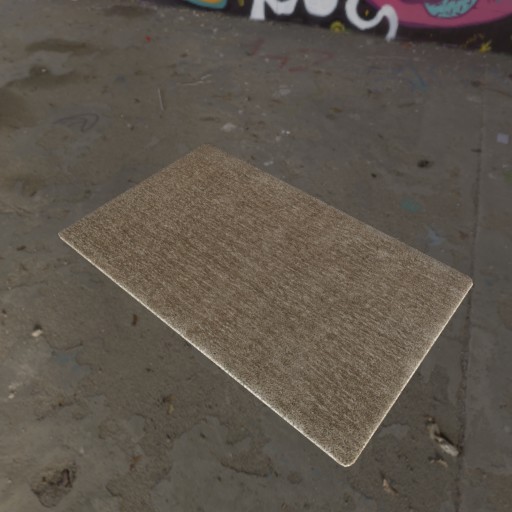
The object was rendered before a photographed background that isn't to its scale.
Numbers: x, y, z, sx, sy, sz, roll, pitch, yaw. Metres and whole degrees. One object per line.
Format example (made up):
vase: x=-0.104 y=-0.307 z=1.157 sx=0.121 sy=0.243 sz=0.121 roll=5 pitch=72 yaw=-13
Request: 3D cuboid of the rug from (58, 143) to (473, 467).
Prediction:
rug: x=0.000 y=0.000 z=3.046 sx=2.469 sy=0.024 sz=1.539 roll=32 pitch=55 yaw=26
